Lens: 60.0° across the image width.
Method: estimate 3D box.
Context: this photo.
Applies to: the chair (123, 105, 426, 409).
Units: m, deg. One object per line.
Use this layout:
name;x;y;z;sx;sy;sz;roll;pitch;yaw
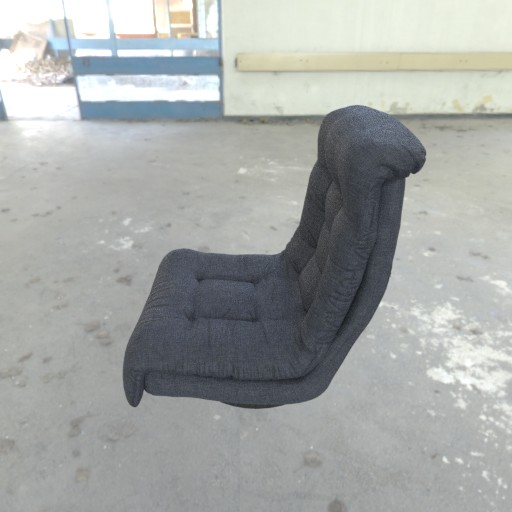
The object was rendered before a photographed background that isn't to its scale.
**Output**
chair;0.000;0.000;1.212;0.668;0.749;0.597;0;27;-1
